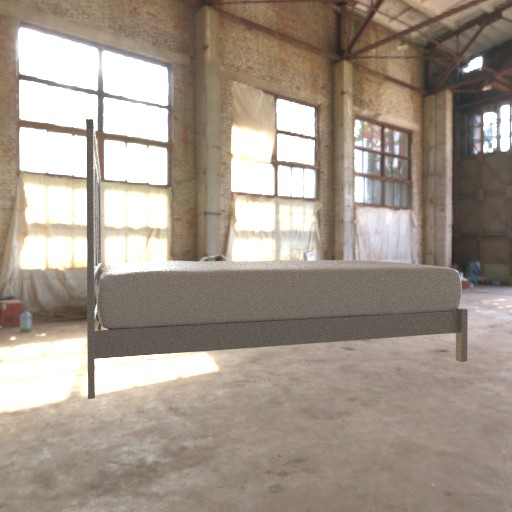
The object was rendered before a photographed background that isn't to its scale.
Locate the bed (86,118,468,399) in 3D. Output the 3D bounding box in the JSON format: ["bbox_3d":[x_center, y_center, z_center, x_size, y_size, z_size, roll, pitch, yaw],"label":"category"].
[{"bbox_3d":[0.000,0.000,3.095,2.135,1.253,1.673,0,1,-18],"label":"bed"}]
